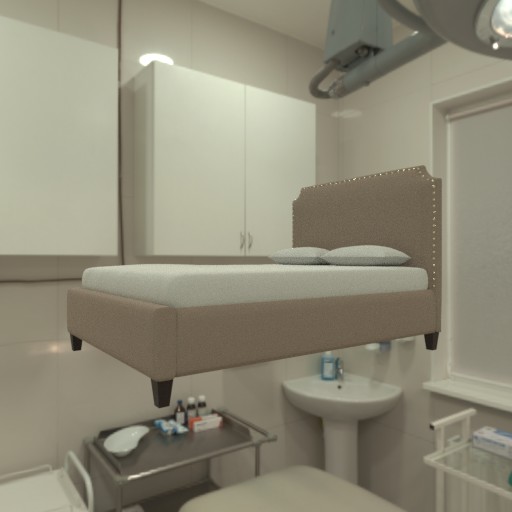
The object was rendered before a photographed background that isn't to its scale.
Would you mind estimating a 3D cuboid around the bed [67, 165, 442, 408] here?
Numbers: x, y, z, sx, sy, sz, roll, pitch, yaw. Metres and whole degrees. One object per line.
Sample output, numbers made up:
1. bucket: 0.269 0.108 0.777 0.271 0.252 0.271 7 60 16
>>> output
1. bed: 0.000 0.000 3.413 2.372 1.443 1.713 0 0 -36
